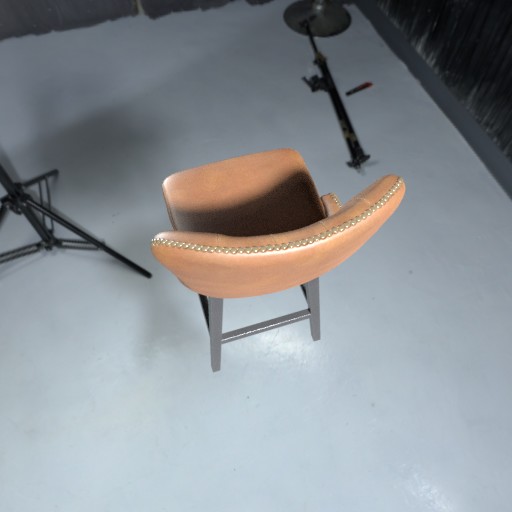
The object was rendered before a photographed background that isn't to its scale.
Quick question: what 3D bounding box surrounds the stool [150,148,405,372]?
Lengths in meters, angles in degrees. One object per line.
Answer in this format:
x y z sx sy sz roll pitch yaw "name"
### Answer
0.000 0.000 1.329 0.528 0.971 0.593 -15 60 -9 "stool"
